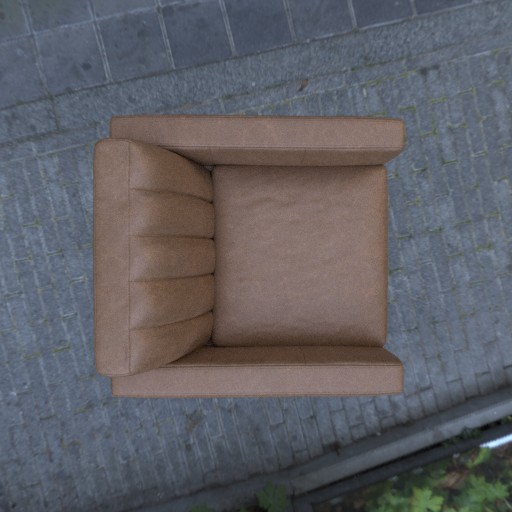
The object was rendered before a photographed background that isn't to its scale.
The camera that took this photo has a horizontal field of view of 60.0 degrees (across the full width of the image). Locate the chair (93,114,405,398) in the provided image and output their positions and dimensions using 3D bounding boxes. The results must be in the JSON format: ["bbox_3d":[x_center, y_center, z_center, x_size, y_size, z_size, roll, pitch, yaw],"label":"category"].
[{"bbox_3d":[0.000,0.000,1.669,0.998,0.819,0.953,0,91,-2],"label":"chair"}]
